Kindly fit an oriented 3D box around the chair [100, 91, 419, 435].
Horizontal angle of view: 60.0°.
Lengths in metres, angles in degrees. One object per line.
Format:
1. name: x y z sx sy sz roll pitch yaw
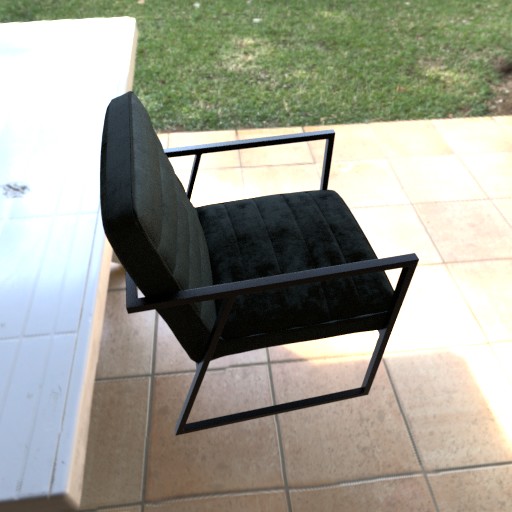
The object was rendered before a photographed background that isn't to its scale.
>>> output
1. chair: 0.000 0.000 1.266 0.677 0.833 0.571 -9 46 -8
